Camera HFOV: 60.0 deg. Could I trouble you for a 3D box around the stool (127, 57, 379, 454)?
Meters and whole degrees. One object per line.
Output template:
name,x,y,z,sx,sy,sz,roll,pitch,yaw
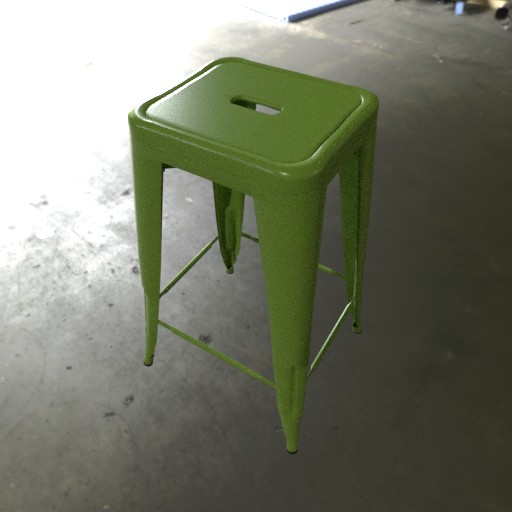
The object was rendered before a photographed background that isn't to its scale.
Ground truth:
stool,0.000,0.000,0.835,0.398,0.609,0.358,24,50,22
